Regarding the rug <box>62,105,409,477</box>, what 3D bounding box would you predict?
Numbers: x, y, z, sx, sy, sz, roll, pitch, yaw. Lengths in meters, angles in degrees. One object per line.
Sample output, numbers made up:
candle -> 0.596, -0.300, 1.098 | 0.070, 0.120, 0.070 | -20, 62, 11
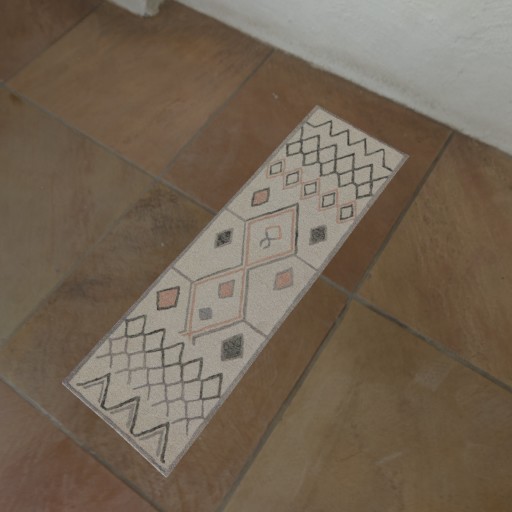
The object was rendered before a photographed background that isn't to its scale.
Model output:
rug -> 0.000, 0.000, 2.672 | 0.750, 0.011, 2.435 | 34, 70, 15
